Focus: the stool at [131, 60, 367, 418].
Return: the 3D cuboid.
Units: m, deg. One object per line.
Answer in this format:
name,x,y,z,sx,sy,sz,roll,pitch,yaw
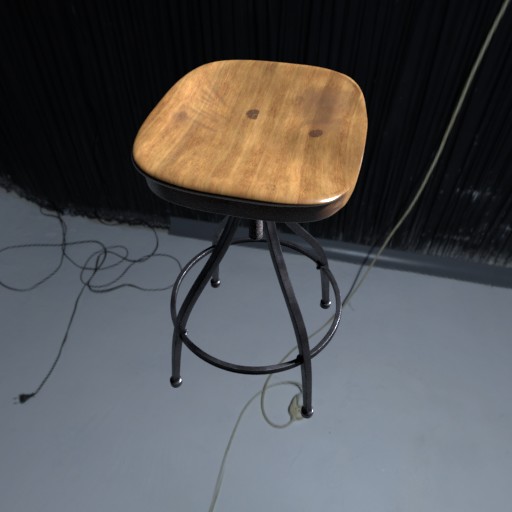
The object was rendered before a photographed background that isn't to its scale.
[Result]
stool,0.000,0.000,0.995,0.424,0.694,0.432,10,47,9
